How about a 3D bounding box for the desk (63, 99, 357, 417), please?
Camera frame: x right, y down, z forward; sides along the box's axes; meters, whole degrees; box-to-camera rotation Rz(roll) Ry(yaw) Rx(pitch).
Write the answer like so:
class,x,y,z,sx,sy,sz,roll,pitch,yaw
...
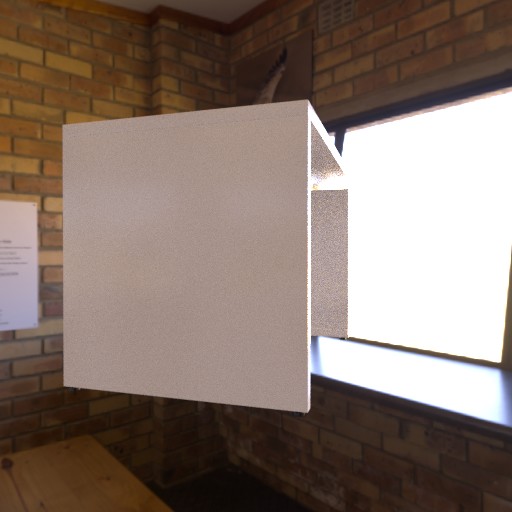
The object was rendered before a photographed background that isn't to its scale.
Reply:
class,x,y,z,sx,sy,sz,roll,pitch,yaw
desk,0.000,0.000,1.800,0.690,0.740,1.400,0,1,17
